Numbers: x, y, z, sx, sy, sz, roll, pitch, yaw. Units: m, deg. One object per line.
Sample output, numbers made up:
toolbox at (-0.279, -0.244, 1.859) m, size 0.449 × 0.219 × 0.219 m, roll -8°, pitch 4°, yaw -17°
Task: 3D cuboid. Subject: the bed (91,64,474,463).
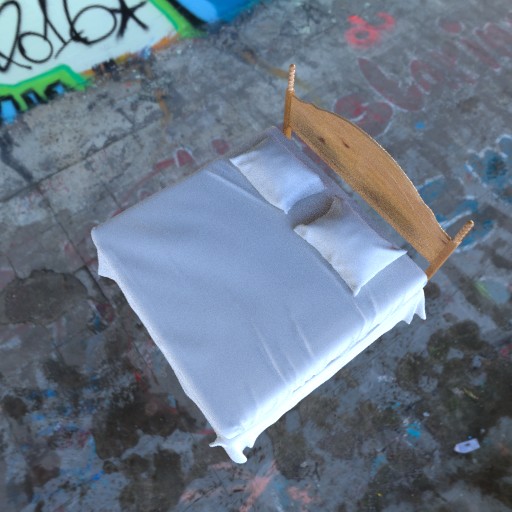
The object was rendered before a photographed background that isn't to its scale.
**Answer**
bed at (0.000, 0.000, 3.552) m, size 2.219 × 1.355 × 2.322 m, roll -34°, pitch 68°, yaw -16°
